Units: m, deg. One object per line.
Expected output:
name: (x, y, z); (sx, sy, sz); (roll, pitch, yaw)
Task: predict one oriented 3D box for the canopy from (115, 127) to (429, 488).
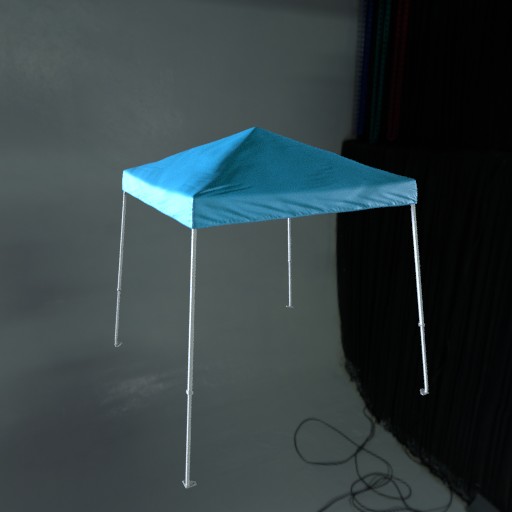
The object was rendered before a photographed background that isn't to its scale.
canopy: (0.000, 0.000, 5.093); (2.849, 2.849, 2.848); (-9, 19, -27)
